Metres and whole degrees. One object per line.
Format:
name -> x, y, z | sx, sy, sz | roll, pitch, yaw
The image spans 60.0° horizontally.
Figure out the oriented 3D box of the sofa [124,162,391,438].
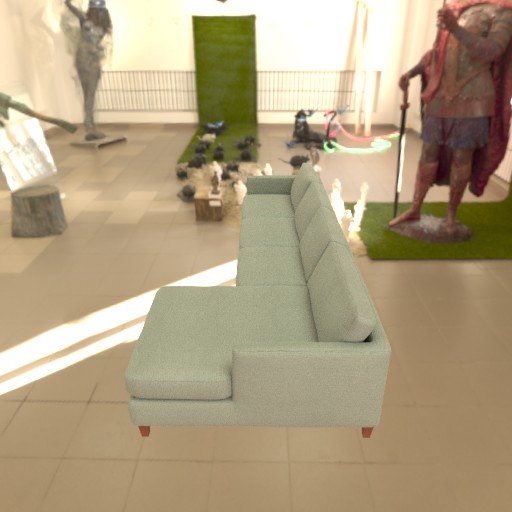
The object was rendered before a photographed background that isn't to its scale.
sofa -> 0.000, 0.000, 4.161 | 1.604, 0.950, 3.471 | 0, 27, 0
